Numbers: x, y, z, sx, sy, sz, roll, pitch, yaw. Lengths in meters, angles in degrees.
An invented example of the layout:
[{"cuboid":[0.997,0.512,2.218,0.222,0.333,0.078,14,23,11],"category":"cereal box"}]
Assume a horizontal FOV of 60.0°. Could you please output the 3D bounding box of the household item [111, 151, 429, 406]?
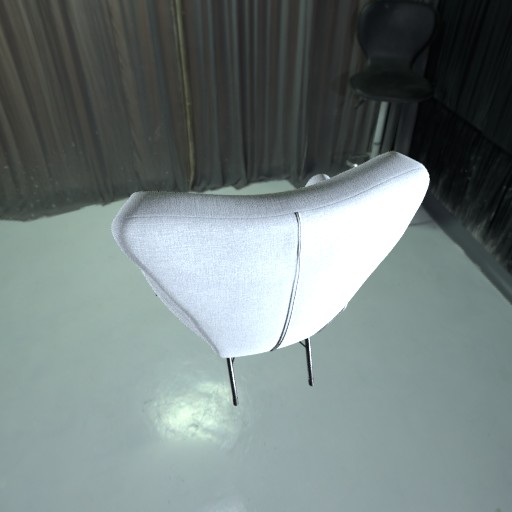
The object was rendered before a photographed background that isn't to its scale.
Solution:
[{"cuboid":[0.000,0.000,1.772,0.980,1.050,0.900,-12,42,-13],"category":"household item"}]
